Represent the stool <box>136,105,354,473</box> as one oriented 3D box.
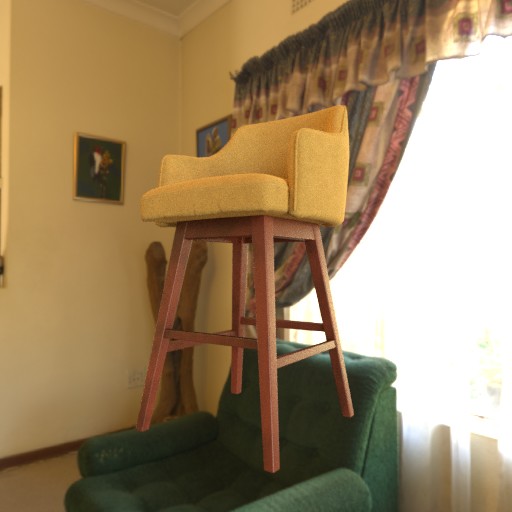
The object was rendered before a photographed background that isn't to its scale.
[{"bbox_3d":[0.000,0.000,1.383,0.548,1.012,0.558,-1,-1,35],"label":"stool"}]
